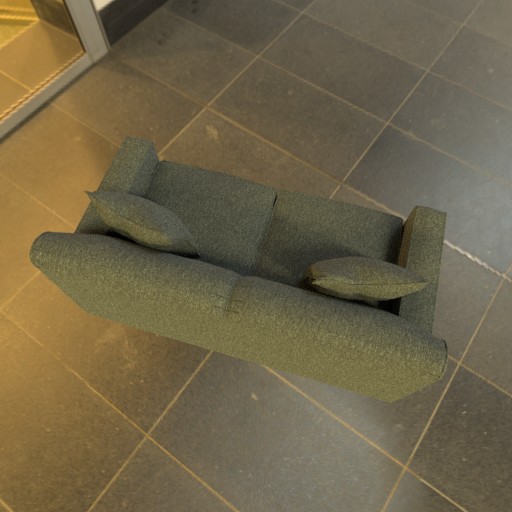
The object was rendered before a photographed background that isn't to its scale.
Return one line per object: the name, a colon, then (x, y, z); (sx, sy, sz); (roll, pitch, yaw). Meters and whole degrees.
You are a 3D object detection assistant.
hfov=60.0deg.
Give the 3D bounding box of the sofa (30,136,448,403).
sofa: (0.000, 0.000, 2.404); (1.846, 0.958, 0.998); (15, 65, 7)
